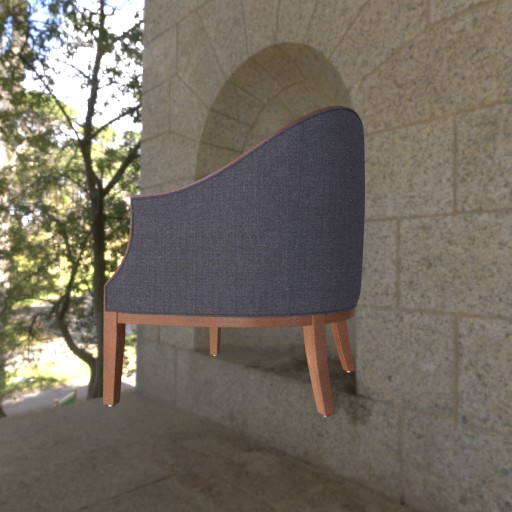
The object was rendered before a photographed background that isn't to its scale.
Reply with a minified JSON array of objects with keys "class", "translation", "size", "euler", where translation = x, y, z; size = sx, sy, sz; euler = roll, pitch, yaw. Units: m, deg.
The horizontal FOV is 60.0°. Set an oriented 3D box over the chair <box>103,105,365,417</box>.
[{"class":"chair","translation":[0.000,0.000,1.543],"size":[0.735,0.876,0.803],"euler":[0,-1,19]}]
